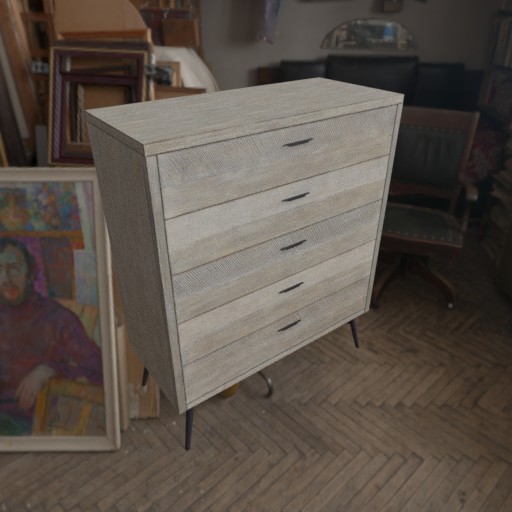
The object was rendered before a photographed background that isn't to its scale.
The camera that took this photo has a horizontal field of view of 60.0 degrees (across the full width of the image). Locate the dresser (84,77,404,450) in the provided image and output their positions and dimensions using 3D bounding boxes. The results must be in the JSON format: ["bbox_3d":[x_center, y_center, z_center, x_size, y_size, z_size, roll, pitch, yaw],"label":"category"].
[{"bbox_3d":[0.000,0.000,1.816,1.016,1.219,0.457,-21,37,-31],"label":"dresser"}]
